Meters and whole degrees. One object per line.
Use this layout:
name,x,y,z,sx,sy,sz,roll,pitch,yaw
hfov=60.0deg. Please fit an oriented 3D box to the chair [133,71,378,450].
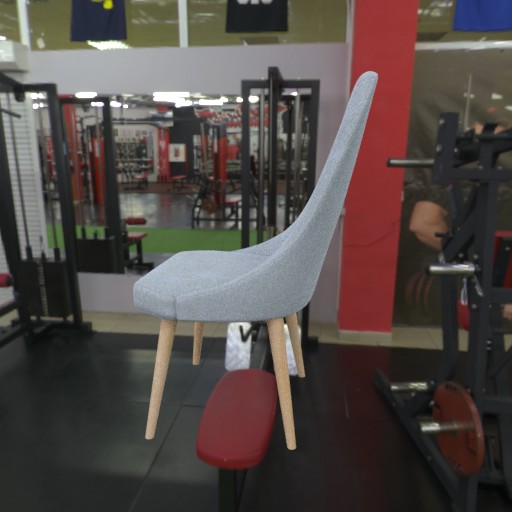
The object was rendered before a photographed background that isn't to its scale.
chair,0.000,0.000,1.383,0.660,1.040,0.510,2,14,9
